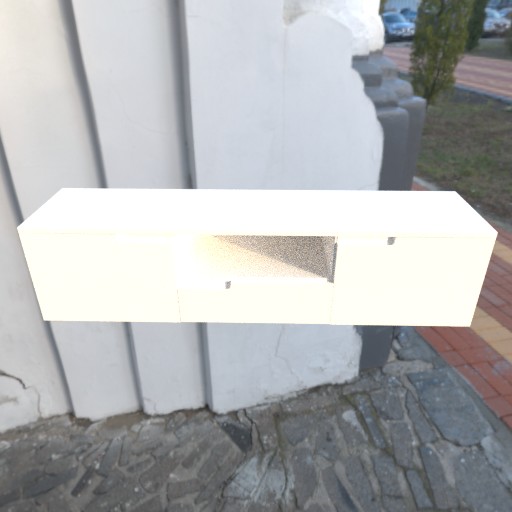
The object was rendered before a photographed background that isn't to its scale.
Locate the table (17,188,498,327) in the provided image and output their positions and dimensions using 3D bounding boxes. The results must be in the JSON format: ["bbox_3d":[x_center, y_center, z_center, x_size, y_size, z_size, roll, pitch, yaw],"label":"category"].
[{"bbox_3d":[0.000,0.000,1.792,1.650,0.420,0.390,1,29,1],"label":"table"}]
